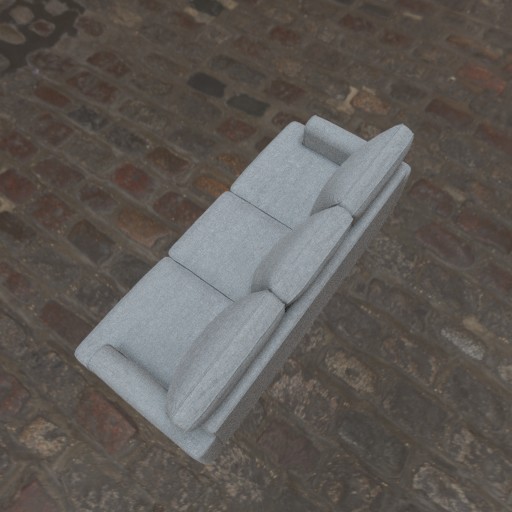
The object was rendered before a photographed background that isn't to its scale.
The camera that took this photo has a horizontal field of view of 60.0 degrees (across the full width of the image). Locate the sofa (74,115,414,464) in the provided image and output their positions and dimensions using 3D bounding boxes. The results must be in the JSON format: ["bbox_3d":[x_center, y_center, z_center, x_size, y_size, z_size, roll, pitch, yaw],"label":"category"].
[{"bbox_3d":[0.000,0.000,2.666,0.951,0.965,2.158,33,67,16],"label":"sofa"}]
